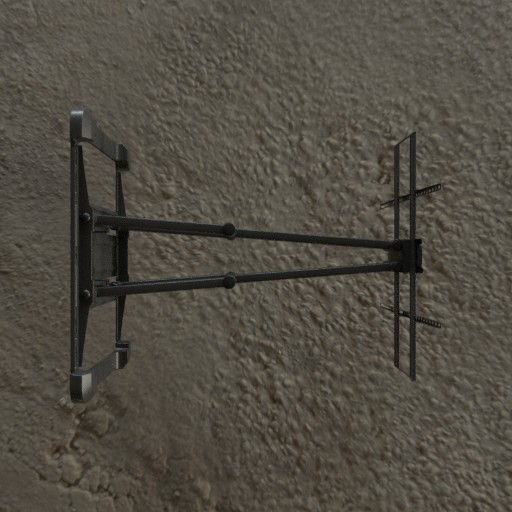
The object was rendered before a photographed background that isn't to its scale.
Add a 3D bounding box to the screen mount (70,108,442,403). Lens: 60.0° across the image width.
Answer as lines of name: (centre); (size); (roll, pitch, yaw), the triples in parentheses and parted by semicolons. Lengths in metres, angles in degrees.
screen mount: (0.000, 0.000, 1.311); (0.905, 0.483, 0.725); (0, 90, -2)
